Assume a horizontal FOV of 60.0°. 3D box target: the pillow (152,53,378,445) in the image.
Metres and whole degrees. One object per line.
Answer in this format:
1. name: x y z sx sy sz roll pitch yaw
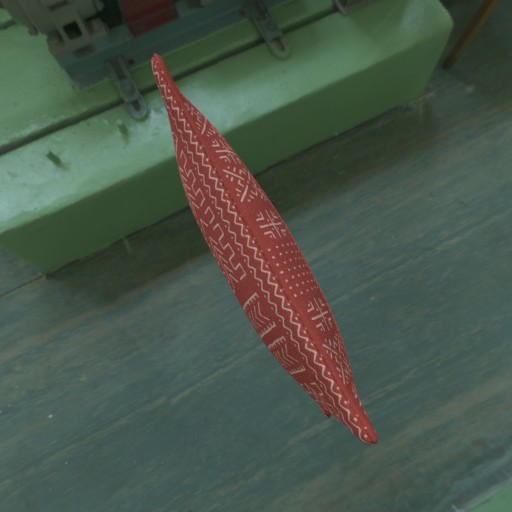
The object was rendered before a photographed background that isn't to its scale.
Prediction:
1. pillow: 0.000 0.000 0.773 0.130 0.352 0.640 -28 78 -6
